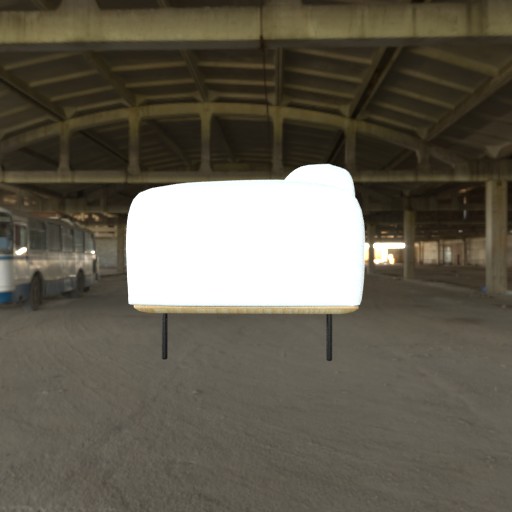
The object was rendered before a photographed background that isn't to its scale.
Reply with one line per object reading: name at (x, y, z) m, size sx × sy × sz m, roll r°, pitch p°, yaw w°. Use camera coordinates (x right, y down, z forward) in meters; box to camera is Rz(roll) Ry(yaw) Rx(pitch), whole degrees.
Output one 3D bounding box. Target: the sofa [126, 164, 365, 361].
sofa at (0.000, 0.000, 2.664) m, size 0.870 × 0.780 × 2.280 m, roll 0°, pitch 0°, yaw 2°
